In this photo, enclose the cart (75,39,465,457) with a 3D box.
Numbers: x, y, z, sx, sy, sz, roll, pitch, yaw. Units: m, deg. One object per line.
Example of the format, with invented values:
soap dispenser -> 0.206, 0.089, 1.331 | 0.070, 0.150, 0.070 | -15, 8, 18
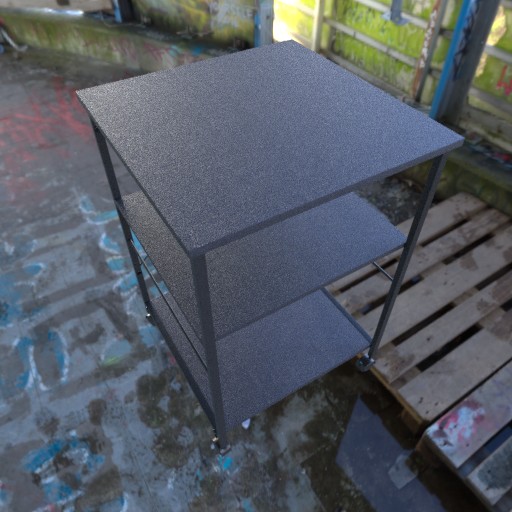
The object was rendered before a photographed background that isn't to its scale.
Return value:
cart -> 0.000, 0.000, 1.092 | 0.521, 0.762, 0.520 | -24, 51, -21
